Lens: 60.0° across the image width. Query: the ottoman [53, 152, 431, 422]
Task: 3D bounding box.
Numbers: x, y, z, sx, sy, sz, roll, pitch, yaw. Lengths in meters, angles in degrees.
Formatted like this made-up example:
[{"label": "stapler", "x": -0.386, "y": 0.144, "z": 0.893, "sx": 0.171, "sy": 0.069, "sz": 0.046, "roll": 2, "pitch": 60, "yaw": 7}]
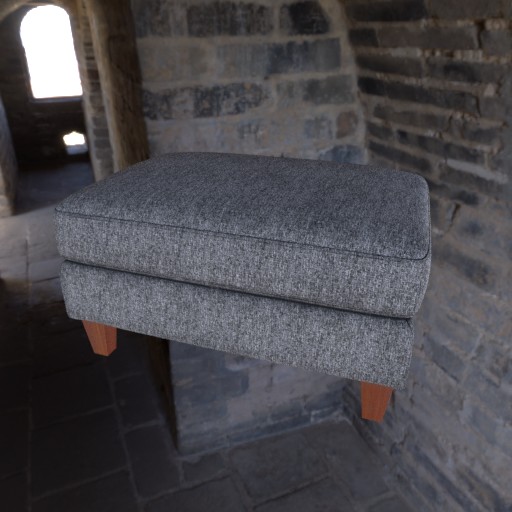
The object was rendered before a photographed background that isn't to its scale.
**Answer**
[{"label": "ottoman", "x": 0.000, "y": 0.000, "z": 1.223, "sx": 0.864, "sy": 0.483, "sz": 0.584, "roll": 8, "pitch": 27, "yaw": 17}]
